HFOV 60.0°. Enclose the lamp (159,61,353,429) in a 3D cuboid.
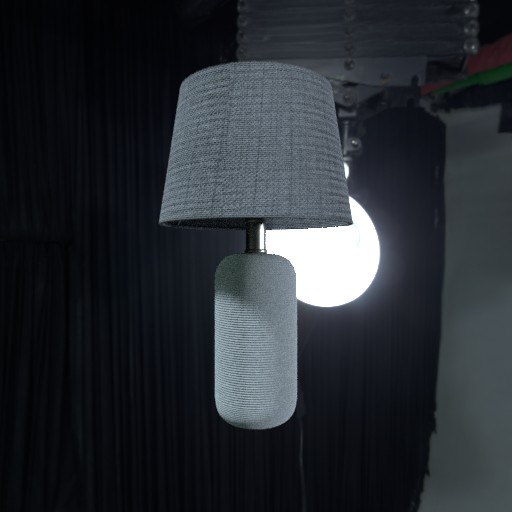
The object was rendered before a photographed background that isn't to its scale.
[{"bbox_3d":[0.000,0.000,0.586,0.251,0.429,0.251,0,0,0],"label":"lamp"}]
